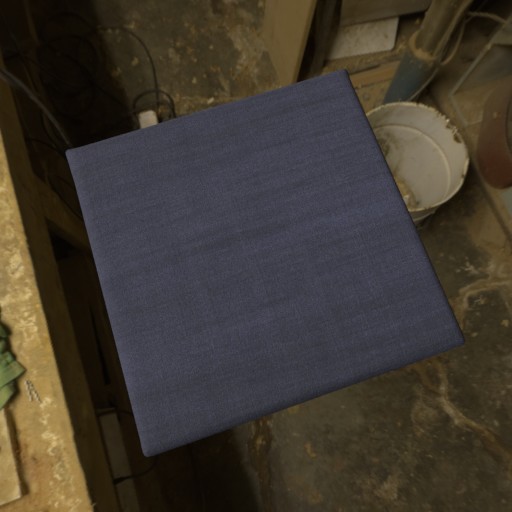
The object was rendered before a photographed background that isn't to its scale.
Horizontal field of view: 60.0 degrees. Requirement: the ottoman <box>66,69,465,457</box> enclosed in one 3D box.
[{"bbox_3d":[0.000,0.000,1.383,0.890,0.411,0.889,-18,77,-4],"label":"ottoman"}]
